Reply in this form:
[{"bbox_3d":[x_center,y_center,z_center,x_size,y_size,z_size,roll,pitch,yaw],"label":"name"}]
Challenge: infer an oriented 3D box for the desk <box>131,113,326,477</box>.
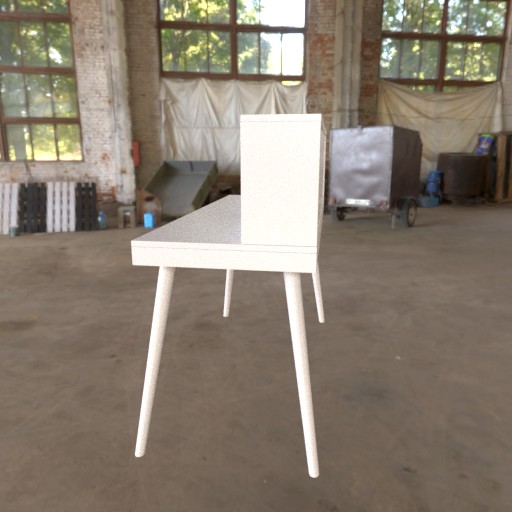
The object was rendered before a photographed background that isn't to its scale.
[{"bbox_3d":[0.000,0.000,1.761,0.559,0.990,1.199,2,14,9],"label":"desk"}]
